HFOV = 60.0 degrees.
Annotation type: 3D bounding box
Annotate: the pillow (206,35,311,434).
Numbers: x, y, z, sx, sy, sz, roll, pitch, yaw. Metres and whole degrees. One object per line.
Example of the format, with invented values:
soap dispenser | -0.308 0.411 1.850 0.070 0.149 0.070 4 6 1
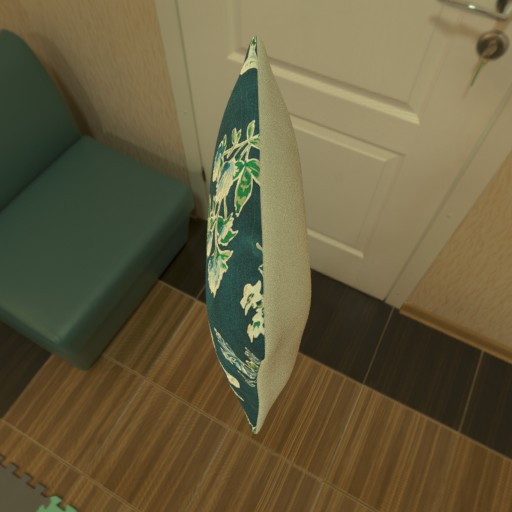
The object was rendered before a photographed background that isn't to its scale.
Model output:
pillow | 0.000 0.000 0.791 0.166 0.508 0.525 -1 60 0
